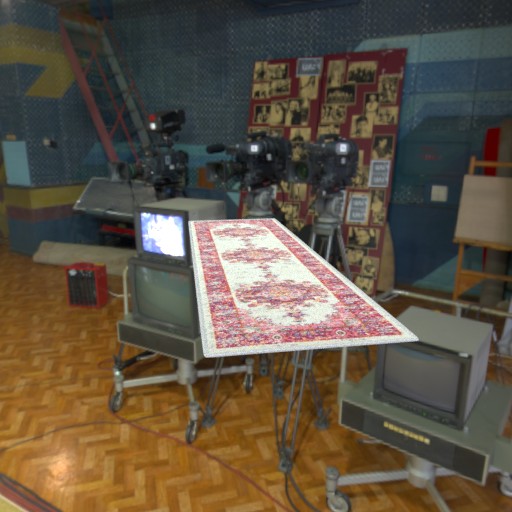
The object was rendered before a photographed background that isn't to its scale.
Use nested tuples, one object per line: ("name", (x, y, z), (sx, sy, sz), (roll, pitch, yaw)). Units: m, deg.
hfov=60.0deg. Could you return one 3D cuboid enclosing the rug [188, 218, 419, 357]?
("rug", (0.000, 0.000, 1.978), (0.562, 0.009, 1.824), (-2, 15, -9))
